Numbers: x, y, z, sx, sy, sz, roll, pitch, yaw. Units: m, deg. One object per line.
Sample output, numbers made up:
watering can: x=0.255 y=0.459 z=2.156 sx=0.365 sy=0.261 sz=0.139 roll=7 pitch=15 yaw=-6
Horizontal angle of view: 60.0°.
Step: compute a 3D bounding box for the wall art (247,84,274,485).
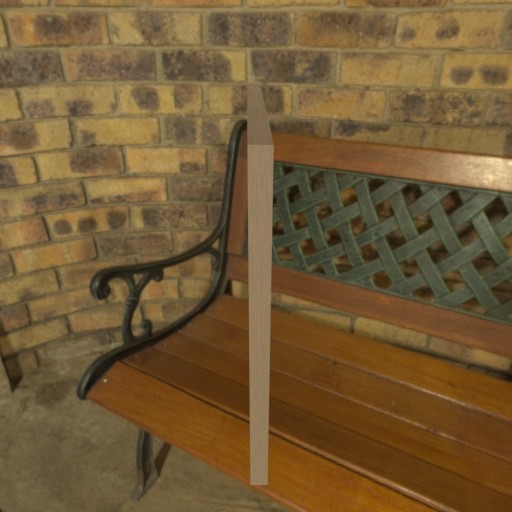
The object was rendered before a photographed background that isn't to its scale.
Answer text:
wall art: x=0.000 y=0.000 z=1.154 sx=0.038 sy=0.758 sz=0.761 roll=0 pitch=27 yaw=-1
